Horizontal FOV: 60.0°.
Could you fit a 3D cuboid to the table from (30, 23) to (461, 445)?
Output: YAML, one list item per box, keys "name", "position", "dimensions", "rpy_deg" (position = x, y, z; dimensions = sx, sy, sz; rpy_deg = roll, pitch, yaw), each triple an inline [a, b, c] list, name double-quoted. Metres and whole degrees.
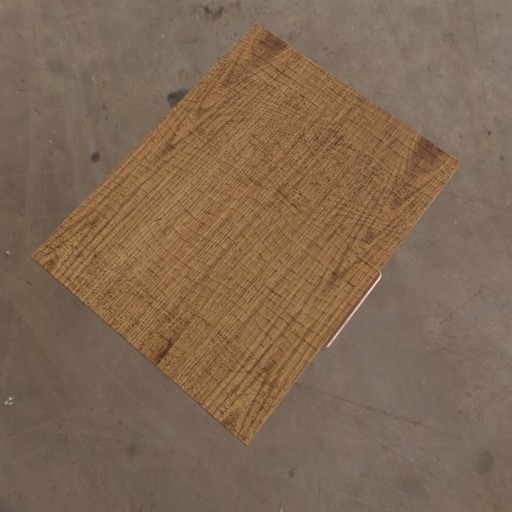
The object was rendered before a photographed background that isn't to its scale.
- name: "table"
  position: [0.000, 0.000, 1.062]
  dimensions: [0.494, 0.625, 0.601]
  rpy_deg: [38, 79, 9]
